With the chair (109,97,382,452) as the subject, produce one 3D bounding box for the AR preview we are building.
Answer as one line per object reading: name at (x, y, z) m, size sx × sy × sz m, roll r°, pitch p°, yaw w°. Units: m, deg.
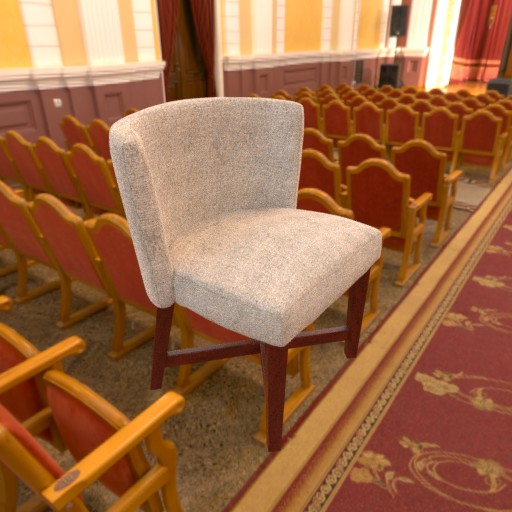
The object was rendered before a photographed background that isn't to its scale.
chair at (0.000, 0.000, 1.295) m, size 0.575 × 0.827 × 0.728 m, roll 18°, pitch 32°, yaw 32°
